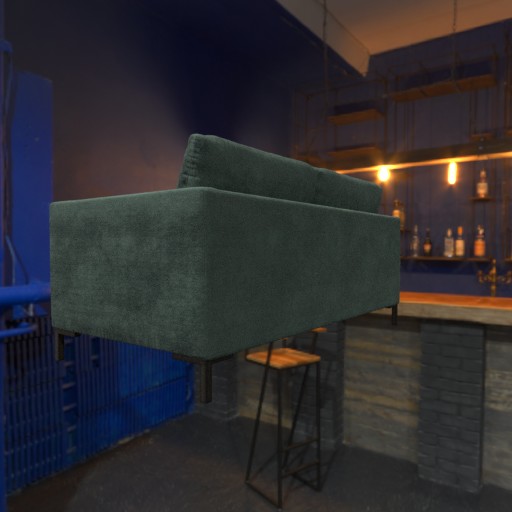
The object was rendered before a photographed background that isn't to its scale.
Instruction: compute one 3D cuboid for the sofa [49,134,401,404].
[{"bbox_3d":[0.000,0.000,2.166,0.875,0.817,1.676,1,2,37],"label":"sofa"}]
